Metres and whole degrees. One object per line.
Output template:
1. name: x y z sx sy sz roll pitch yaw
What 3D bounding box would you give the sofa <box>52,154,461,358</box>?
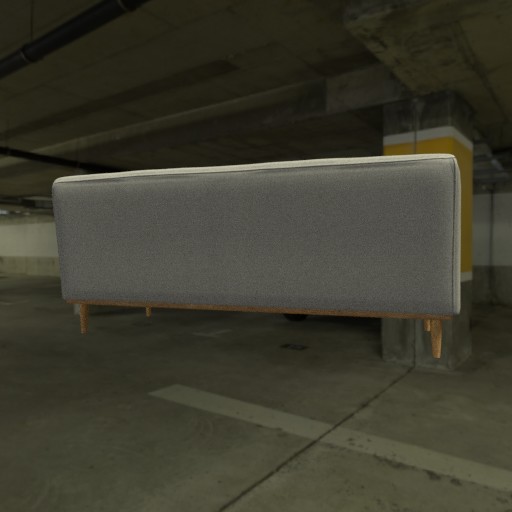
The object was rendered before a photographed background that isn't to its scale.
1. sofa: 0.000 0.000 2.514 2.057 0.871 0.978 0 1 18
